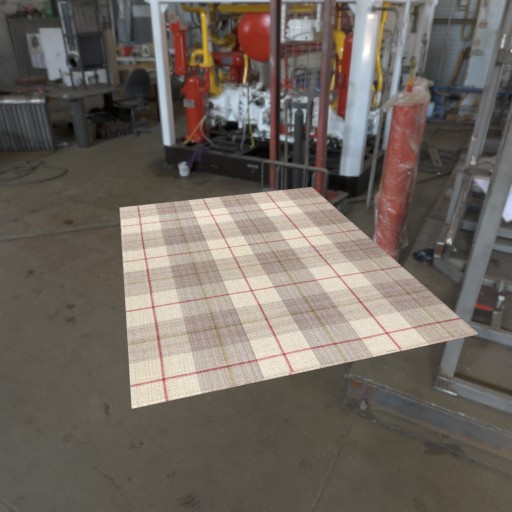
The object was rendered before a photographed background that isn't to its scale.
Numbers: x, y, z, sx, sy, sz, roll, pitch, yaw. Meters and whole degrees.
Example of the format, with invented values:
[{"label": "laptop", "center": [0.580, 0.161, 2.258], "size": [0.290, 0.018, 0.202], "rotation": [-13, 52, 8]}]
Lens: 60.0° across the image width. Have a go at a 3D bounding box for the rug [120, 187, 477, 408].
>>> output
[{"label": "rug", "center": [0.000, 0.000, 4.012], "size": [2.317, 0.016, 2.959], "rotation": [-8, 30, -14]}]
